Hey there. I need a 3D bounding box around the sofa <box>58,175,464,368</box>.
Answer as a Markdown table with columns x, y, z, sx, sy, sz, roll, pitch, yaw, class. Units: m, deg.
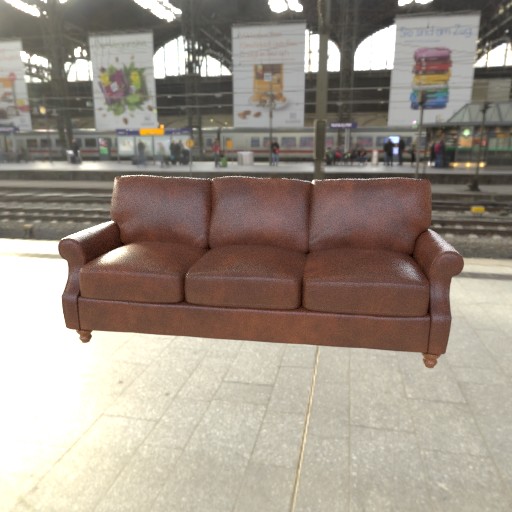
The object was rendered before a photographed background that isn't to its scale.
| x | y | z | sx | sy | sz | roll | pitch | yaw | class |
| --- | --- | --- | --- | --- | --- | --- | --- | --- | --- |
| 0.000 | 0.000 | 2.856 | 2.351 | 0.977 | 0.973 | 2 | 14 | 9 | sofa |
